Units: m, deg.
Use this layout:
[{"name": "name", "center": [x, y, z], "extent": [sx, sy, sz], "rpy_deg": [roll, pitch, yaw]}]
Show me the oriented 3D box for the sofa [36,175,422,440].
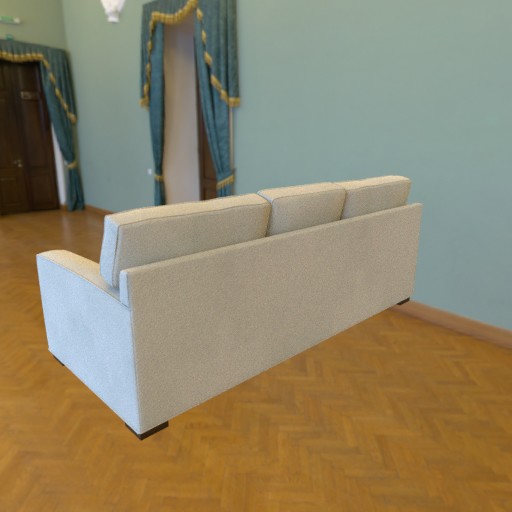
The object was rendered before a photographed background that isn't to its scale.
[{"name": "sofa", "center": [0.000, 0.000, 2.546], "extent": [2.088, 0.862, 0.935], "rpy_deg": [-15, 22, -42]}]
